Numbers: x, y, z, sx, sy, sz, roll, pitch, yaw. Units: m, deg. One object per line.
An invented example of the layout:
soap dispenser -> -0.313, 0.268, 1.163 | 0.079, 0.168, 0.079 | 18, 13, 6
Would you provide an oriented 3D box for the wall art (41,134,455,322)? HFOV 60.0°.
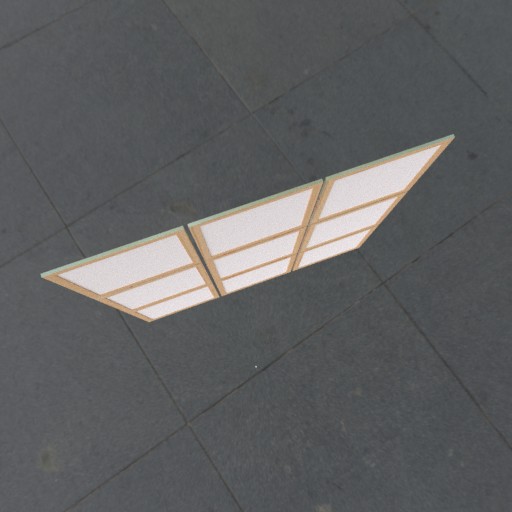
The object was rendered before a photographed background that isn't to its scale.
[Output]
wall art -> 0.000, 0.000, 2.272 | 1.517, 1.523, 0.013 | -19, 77, -5
